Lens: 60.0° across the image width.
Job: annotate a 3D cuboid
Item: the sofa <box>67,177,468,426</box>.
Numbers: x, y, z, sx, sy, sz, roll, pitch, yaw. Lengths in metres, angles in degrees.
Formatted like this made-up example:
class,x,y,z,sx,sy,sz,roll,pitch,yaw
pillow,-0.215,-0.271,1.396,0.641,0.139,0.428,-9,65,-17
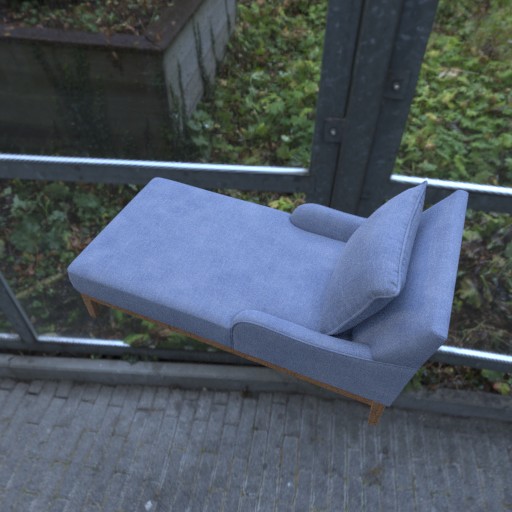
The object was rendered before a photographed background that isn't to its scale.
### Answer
class,x,y,z,sx,sy,sz,roll,pitch,yaw
sofa,0.000,0.000,2.289,1.779,0.883,0.904,17,49,16
